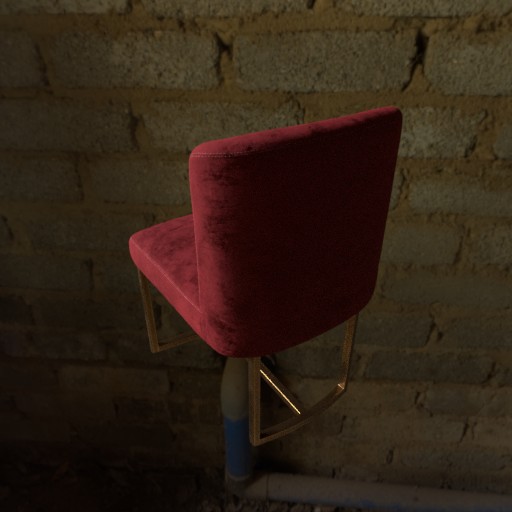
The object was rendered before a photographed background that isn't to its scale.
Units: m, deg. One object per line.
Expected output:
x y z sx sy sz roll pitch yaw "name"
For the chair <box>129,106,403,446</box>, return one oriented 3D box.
0.000 0.000 1.189 0.530 0.824 0.560 -20 37 -28 "chair"
